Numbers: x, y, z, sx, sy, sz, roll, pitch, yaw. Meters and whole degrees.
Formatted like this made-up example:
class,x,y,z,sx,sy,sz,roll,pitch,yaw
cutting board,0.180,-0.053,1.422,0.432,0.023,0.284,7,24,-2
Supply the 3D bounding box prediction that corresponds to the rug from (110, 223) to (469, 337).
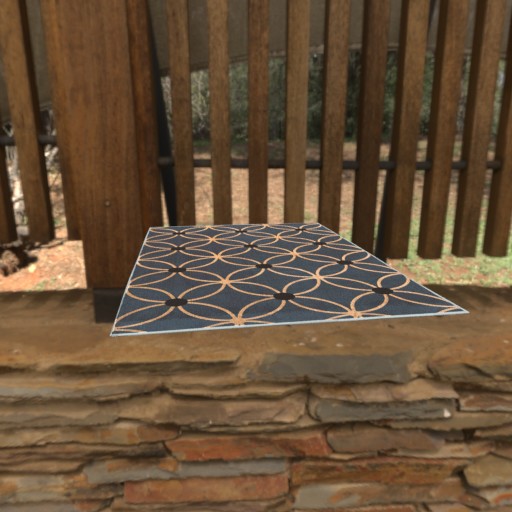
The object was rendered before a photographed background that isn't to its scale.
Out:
class,x,y,z,sx,sy,sz,roll,pitch,yaw
rug,0.000,0.000,2.902,1.522,0.008,2.284,-2,14,-9
